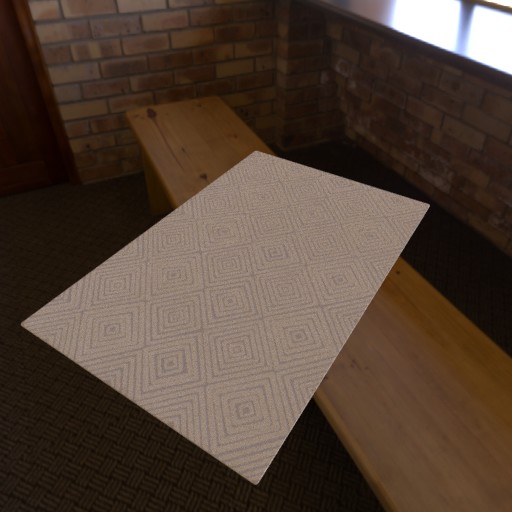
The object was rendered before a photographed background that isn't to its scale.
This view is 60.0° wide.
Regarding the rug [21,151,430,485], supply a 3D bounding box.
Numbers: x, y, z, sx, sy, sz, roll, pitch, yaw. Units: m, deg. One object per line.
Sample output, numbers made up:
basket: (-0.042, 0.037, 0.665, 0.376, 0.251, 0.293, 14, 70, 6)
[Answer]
rug: (0.000, 0.000, 2.119, 1.143, 0.008, 1.753, 23, 46, 24)
